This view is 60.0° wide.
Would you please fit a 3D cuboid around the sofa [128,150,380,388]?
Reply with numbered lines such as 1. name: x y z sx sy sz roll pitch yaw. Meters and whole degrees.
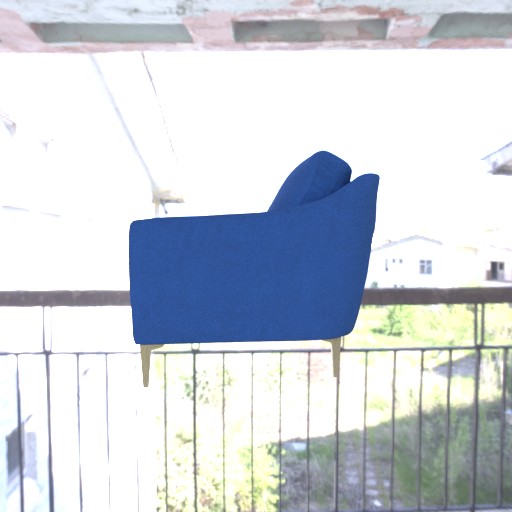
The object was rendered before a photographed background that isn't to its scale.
1. sofa: 0.000 0.000 2.571 0.960 0.903 2.036 0 2 -1
